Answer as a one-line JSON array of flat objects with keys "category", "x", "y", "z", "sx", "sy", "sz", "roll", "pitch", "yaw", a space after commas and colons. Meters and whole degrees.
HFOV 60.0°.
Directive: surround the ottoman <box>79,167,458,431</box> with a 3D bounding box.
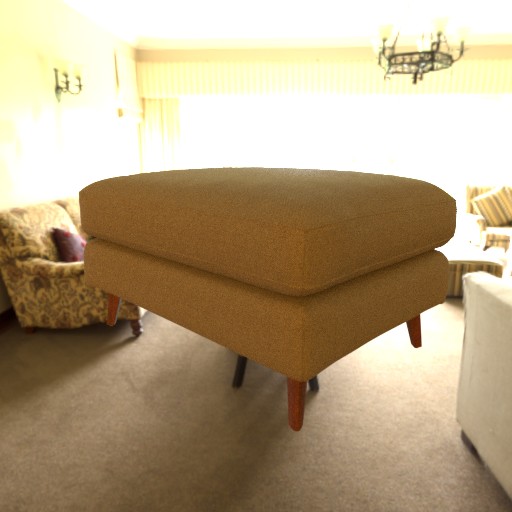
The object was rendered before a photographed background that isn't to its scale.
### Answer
[{"category": "ottoman", "x": 0.000, "y": 0.000, "z": 1.149, "sx": 0.811, "sy": 0.449, "sz": 0.608, "roll": 13, "pitch": 19, "yaw": 43}]
